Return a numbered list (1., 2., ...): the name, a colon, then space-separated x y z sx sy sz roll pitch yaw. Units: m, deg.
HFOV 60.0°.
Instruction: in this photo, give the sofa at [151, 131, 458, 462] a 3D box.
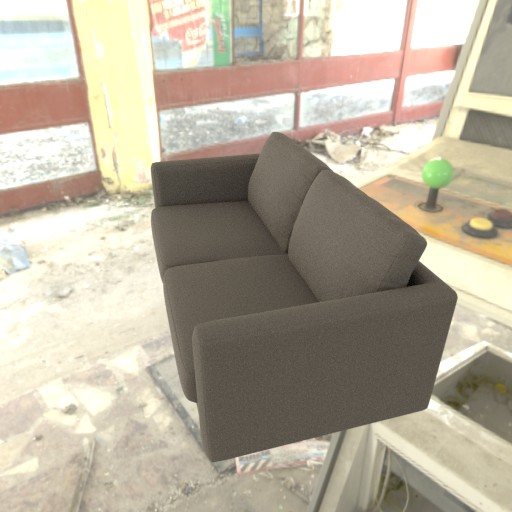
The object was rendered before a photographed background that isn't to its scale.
1. sofa: 0.000 0.000 2.191 0.940 0.866 1.713 -8 30 -14
